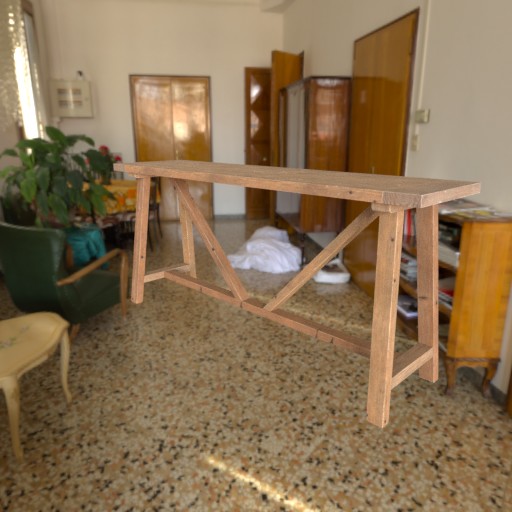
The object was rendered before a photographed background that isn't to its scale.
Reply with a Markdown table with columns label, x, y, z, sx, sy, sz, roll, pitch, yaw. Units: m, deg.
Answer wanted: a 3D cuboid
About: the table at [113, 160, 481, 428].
| label | x | y | z | sx | sy | sz | roll | pitch | yaw |
| --- | --- | --- | --- | --- | --- | --- | --- | --- | --- |
| table | 0.000 | 0.000 | 2.138 | 0.465 | 0.810 | 1.800 | -15 | 22 | -43 |
